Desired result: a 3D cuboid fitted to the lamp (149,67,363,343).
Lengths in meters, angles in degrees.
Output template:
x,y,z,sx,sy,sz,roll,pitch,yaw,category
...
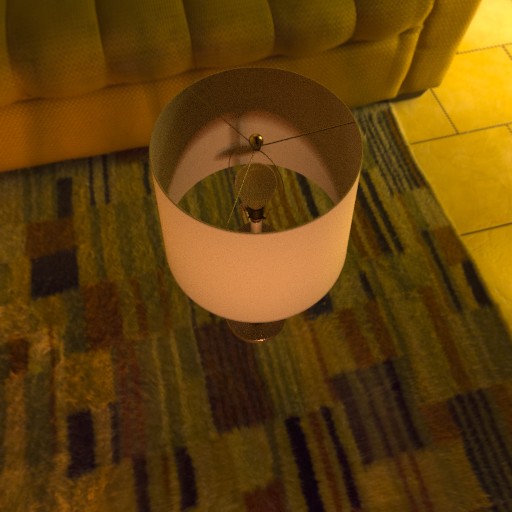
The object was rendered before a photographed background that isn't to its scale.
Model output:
x,y,z,sx,sy,sz,roll,pitch,yaw,category
0.000,0.000,0.888,0.333,0.696,0.333,0,63,0,lamp
